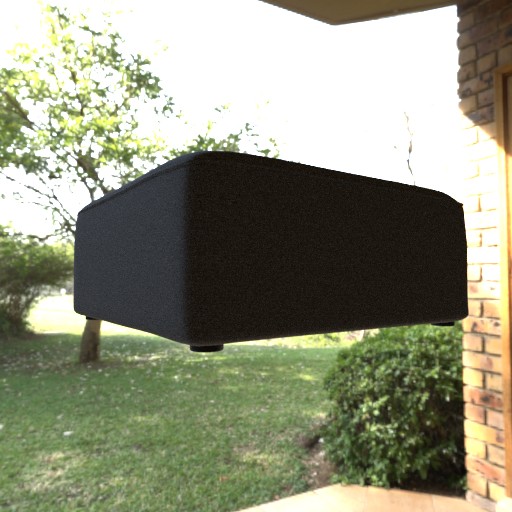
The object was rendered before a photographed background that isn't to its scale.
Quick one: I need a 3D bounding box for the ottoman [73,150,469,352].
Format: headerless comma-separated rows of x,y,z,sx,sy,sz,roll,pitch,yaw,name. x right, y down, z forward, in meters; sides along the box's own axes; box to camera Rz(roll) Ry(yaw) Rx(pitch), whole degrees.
0.000,0.000,1.564,1.015,0.464,1.005,2,-3,-35,ottoman
